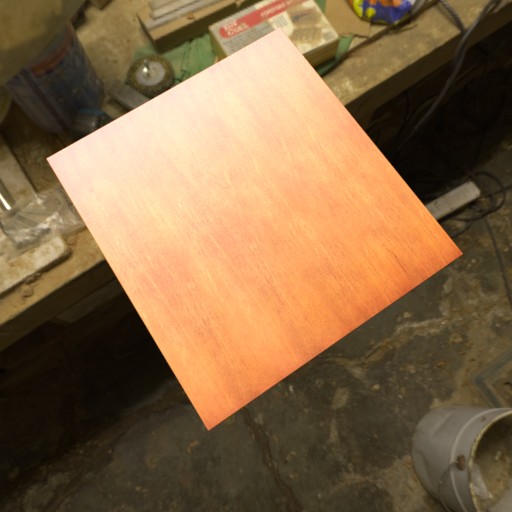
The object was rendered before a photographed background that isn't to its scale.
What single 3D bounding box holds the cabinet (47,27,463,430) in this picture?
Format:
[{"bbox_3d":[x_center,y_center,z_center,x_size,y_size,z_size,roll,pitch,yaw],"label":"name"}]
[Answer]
[{"bbox_3d":[0.000,0.000,0.856,0.401,0.579,0.409,-33,78,-8],"label":"cabinet"}]
